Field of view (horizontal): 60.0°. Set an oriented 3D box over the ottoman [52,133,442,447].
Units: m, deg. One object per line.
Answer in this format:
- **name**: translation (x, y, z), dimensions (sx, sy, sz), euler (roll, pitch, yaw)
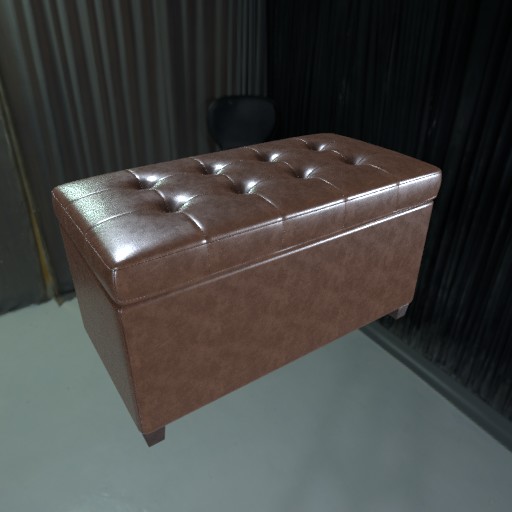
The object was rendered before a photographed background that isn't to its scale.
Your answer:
- **ottoman**: translation (0.000, 0.000, 1.141), dimensions (0.838, 0.470, 0.432), euler (-19, 35, -29)
